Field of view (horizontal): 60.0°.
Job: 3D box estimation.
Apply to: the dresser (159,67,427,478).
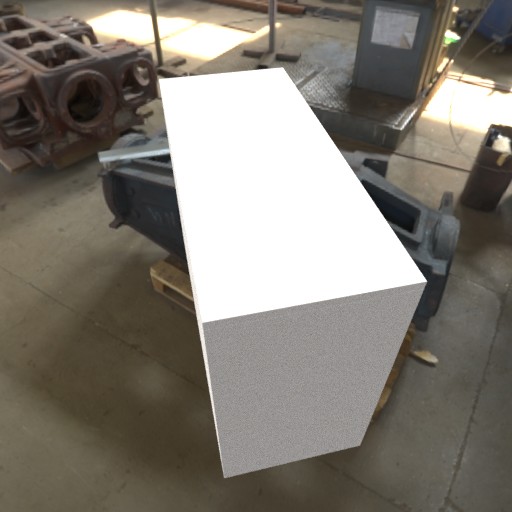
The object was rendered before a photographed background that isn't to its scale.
[{"bbox_3d":[0.000,0.000,1.532,0.460,0.820,1.100,-9,46,-9],"label":"dresser"}]
